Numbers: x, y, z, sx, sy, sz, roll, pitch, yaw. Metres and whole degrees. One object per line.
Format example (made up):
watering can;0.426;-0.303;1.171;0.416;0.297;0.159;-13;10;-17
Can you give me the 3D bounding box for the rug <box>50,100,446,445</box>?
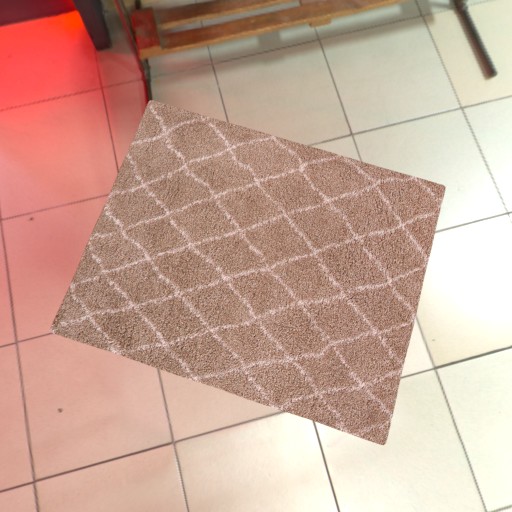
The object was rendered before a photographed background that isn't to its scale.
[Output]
rug;0.000;0.000;4.077;3.047;0.029;2.438;17;76;4
